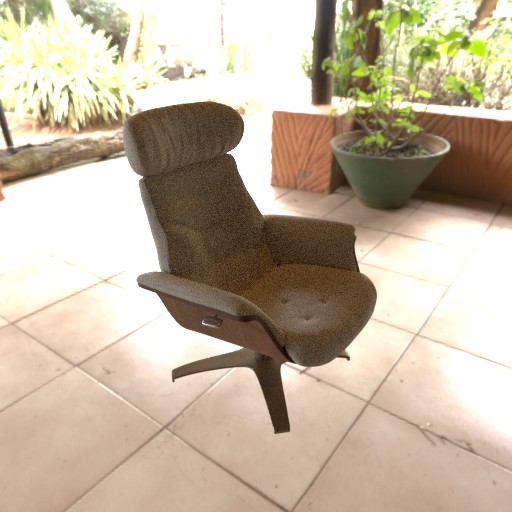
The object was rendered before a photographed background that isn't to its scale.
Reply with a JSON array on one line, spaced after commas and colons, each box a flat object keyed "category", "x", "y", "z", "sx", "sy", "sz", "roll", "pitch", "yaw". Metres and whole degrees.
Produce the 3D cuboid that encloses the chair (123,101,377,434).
[{"category": "chair", "x": 0.000, "y": 0.000, "z": 1.605, "sx": 0.837, "sy": 0.995, "sz": 0.785, "roll": 17, "pitch": 31, "yaw": 32}]
